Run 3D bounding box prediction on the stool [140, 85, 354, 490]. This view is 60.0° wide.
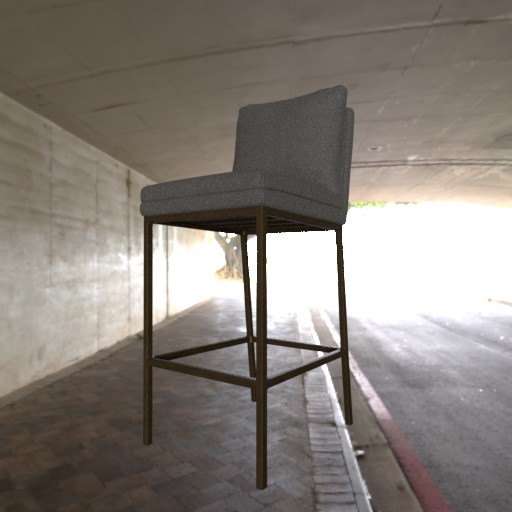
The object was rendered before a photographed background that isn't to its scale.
[{"bbox_3d":[0.000,0.000,1.413,0.463,1.130,0.569,0,-1,37],"label":"stool"}]
